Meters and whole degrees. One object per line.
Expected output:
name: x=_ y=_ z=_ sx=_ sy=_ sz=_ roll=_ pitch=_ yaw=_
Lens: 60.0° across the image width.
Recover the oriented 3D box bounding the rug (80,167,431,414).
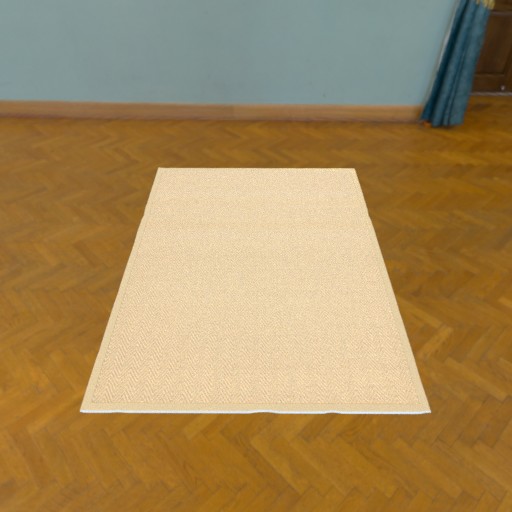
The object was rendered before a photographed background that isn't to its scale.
rug: x=0.000 y=0.000 z=4.797 sx=2.734 sy=0.037 sz=3.659 roll=0 pitch=42 yaw=0
